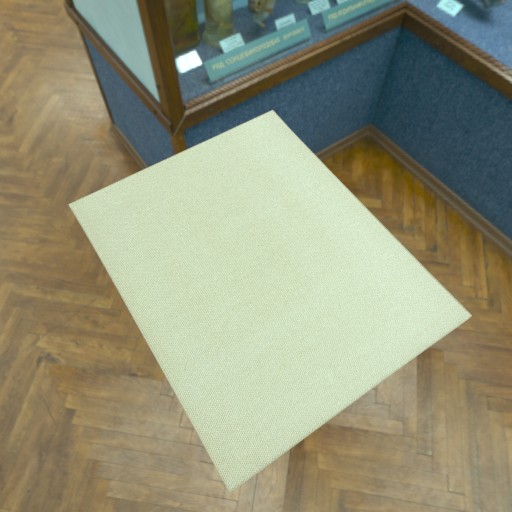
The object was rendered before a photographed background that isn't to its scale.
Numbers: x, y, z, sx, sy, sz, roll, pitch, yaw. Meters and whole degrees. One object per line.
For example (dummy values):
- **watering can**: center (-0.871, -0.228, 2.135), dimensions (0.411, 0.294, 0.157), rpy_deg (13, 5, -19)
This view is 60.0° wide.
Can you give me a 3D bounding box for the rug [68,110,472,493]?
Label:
- **rug**: center (0.000, 0.000, 4.098), dimensions (2.462, 0.018, 3.039), rpy_deg (-30, 64, -16)
